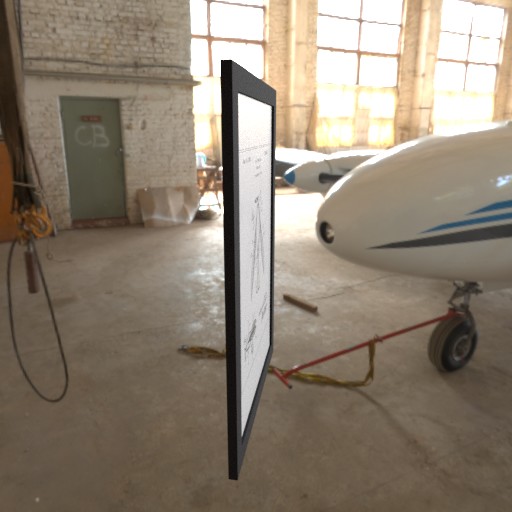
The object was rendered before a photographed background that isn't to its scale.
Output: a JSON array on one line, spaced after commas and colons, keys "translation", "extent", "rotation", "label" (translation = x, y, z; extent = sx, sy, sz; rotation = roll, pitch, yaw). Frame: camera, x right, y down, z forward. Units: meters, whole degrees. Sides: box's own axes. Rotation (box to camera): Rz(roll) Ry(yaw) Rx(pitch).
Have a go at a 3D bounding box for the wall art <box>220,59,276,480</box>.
[{"translation": [0.000, 0.000, 0.717], "extent": [0.013, 0.534, 0.380], "rotation": [3, 16, 9], "label": "wall art"}]
